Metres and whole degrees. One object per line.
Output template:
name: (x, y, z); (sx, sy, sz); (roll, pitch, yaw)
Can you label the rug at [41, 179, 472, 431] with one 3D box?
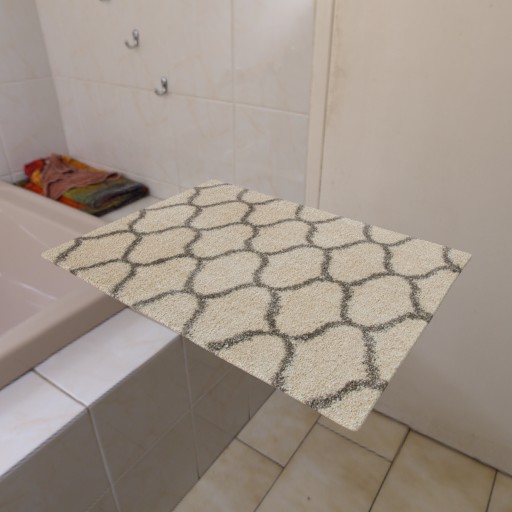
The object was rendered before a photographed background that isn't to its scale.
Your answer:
rug: (0.000, 0.000, 2.046); (1.600, 0.025, 1.200); (21, 37, 31)
